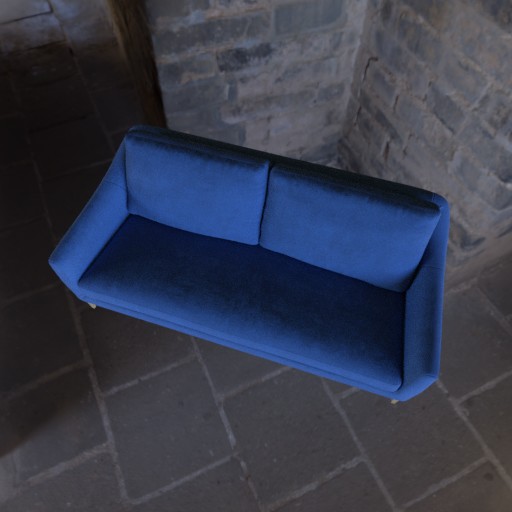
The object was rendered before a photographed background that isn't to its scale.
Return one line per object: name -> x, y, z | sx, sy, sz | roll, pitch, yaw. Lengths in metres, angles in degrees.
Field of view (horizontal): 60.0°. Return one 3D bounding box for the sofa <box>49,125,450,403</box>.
sofa -> 0.000, 0.000, 2.522 | 2.036, 0.903, 0.960 | 15, 59, 10
